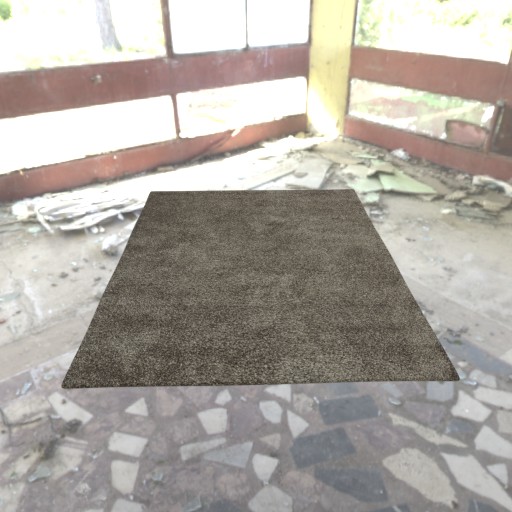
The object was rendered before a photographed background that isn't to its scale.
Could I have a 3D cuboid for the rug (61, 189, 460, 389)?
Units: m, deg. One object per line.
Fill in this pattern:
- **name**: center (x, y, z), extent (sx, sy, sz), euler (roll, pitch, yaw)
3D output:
- **rug**: center (0.000, 0.000, 3.944), extent (2.401, 0.025, 3.000), euler (-1, 31, -1)
